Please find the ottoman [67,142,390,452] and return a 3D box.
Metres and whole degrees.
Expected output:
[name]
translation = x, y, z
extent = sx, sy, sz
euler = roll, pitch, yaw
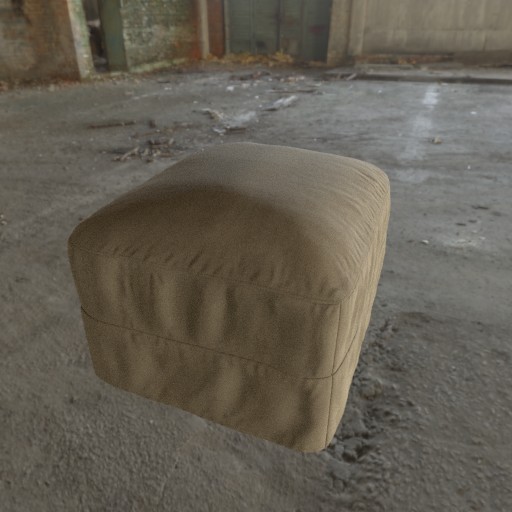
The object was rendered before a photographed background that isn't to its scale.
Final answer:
[ottoman]
translation = 0.000, 0.000, 1.101
extent = 0.584, 0.480, 0.712
euler = 11, 30, 19
